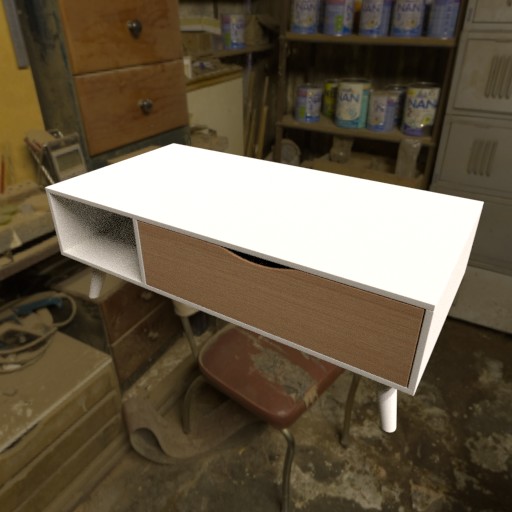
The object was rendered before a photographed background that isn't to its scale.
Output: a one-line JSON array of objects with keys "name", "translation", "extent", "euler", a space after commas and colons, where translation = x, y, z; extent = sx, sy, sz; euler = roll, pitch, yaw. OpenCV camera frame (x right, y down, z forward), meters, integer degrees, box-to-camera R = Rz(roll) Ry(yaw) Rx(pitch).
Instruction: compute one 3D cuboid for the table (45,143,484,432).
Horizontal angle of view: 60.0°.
[{"name": "table", "translation": [0.000, 0.000, 1.456], "extent": [1.194, 0.432, 0.609], "euler": [17, 34, 28]}]
